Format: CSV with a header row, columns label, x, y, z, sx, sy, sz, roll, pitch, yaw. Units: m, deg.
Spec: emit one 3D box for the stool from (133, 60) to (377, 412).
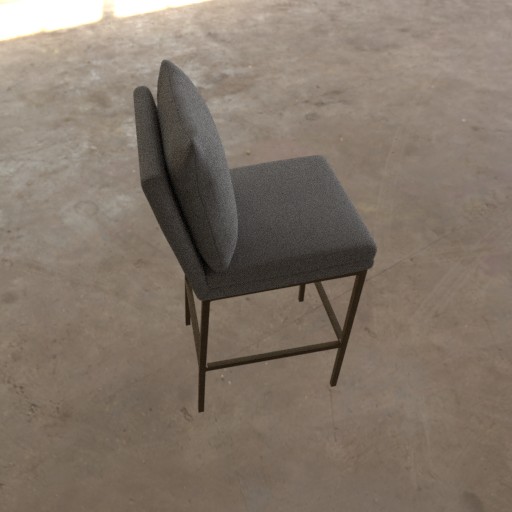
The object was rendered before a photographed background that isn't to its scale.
label,x,y,z,sx,sy,sz,roll,pitch,yaw
stool,0.000,0.000,1.418,0.569,1.132,0.463,-9,47,-9
